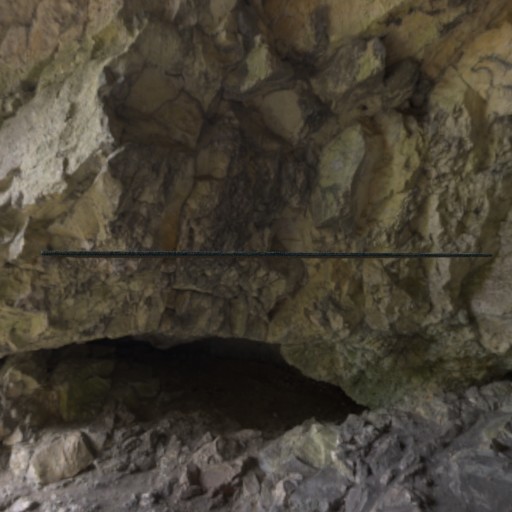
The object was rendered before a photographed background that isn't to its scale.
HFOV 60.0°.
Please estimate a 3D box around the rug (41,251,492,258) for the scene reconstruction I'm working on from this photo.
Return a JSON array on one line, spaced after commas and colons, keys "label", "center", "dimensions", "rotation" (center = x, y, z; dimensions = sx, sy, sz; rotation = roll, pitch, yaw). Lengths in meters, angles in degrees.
[{"label": "rug", "center": [0.000, 0.000, 2.281], "dimensions": [1.829, 0.016, 1.219], "rotation": [0, -1, -17]}]
